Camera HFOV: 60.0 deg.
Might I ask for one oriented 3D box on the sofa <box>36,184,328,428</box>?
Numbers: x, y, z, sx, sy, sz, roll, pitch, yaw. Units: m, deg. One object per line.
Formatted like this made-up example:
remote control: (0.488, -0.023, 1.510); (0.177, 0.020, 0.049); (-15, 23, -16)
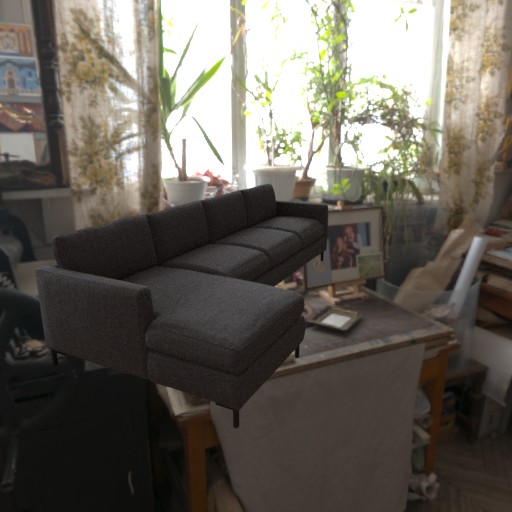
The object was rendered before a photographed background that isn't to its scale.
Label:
sofa: (0.000, 0.000, 3.241); (1.258, 0.754, 2.731); (8, 18, 26)
